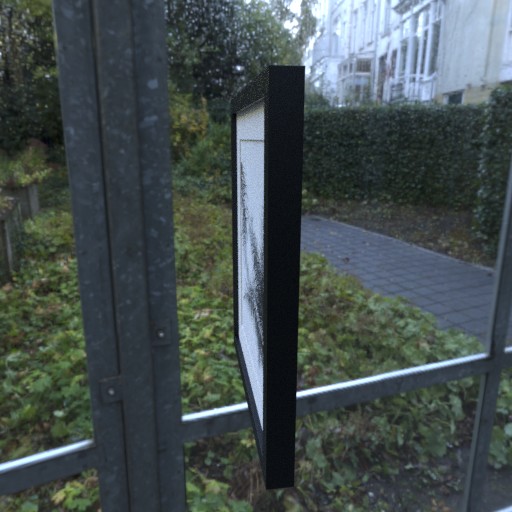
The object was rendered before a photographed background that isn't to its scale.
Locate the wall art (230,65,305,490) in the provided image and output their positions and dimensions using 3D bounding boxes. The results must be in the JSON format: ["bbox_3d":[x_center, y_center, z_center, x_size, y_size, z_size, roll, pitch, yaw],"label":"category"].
[{"bbox_3d":[0.000,0.000,0.536,0.028,0.380,0.325,-2,15,-8],"label":"wall art"}]
